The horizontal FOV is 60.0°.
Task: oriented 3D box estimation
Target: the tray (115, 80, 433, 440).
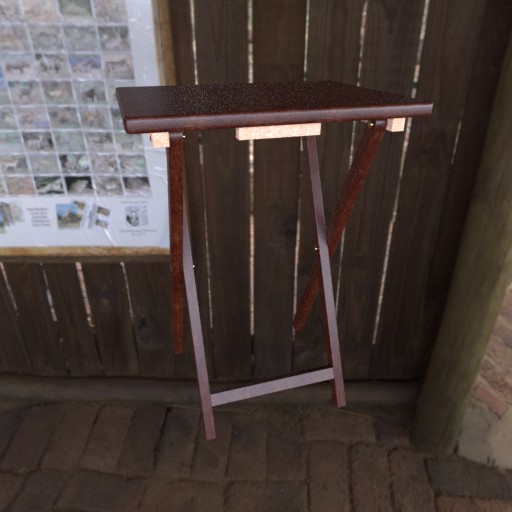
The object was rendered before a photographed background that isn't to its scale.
[{"bbox_3d":[0.000,0.000,0.954,0.483,0.660,0.381,-8,28,-16],"label":"tray"}]
